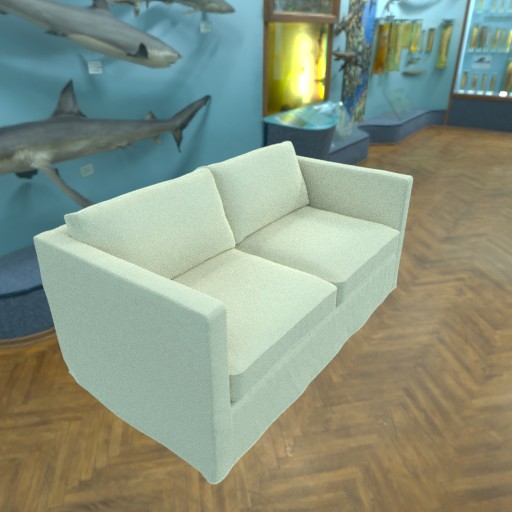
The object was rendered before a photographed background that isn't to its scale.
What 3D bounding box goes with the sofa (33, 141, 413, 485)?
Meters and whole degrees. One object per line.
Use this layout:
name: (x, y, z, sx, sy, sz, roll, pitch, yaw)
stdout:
sofa: (0.000, 0.000, 2.241, 0.962, 0.834, 1.746, 19, 32, 32)
